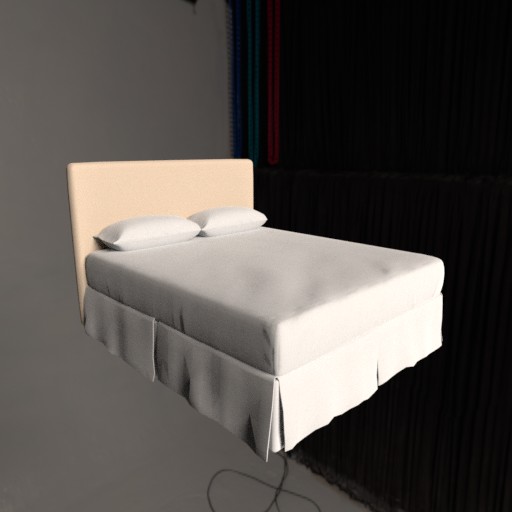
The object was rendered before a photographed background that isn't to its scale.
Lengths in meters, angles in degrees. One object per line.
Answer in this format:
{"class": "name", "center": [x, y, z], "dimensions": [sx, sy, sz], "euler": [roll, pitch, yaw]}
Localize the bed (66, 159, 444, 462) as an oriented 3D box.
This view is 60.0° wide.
{"class": "bed", "center": [0.000, 0.000, 3.226], "dimensions": [1.884, 1.330, 2.142], "euler": [-13, 19, -43]}
